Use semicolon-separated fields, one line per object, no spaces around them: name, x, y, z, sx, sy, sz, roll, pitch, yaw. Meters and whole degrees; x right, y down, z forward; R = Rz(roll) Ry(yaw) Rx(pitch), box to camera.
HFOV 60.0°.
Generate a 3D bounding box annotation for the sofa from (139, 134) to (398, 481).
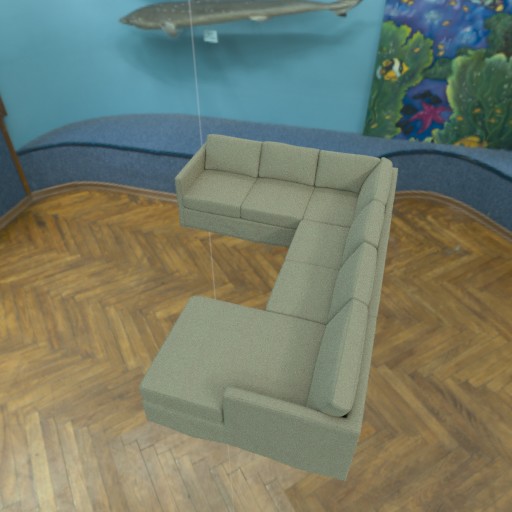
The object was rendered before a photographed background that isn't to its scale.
sofa;0.000;0.000;4.397;2.427;0.882;3.460;12;42;13
